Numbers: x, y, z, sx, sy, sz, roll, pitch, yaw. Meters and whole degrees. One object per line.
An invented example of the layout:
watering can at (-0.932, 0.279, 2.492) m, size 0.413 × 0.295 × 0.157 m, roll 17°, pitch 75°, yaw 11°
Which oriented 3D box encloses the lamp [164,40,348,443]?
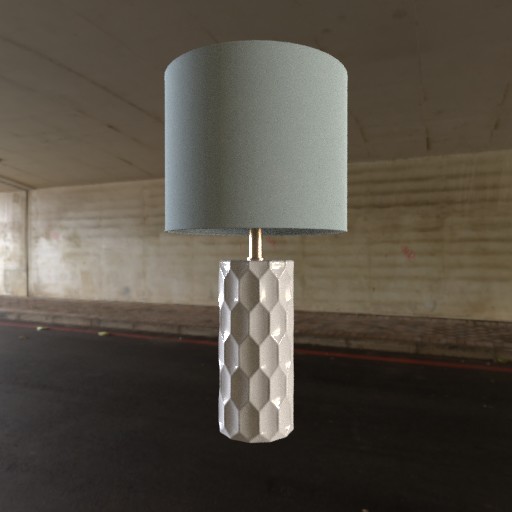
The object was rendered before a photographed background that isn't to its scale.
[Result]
lamp at (0.000, 0.000, 0.686) m, size 0.277 × 0.534 × 0.277 m, roll 0°, pitch 1°, yaw -35°
